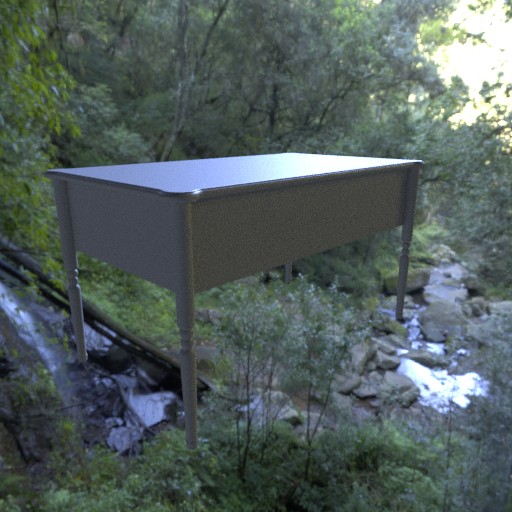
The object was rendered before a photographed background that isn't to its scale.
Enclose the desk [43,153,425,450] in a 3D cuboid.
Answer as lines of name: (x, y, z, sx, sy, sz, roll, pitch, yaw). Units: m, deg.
desk: (0.000, 0.000, 1.880, 0.807, 0.762, 1.380, 16, 23, 42)
